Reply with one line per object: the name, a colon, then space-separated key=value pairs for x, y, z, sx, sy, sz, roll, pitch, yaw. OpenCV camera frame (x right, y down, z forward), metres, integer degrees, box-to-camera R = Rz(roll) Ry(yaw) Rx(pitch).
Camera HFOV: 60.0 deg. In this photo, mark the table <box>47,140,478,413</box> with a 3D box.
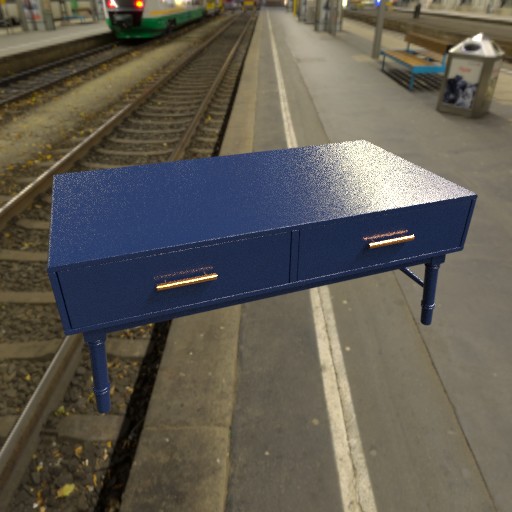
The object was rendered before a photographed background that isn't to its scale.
table: x=0.000 y=0.000 z=1.349 sx=1.067 sy=0.457 sz=0.572 roll=-11 pitch=32 yaw=-17
